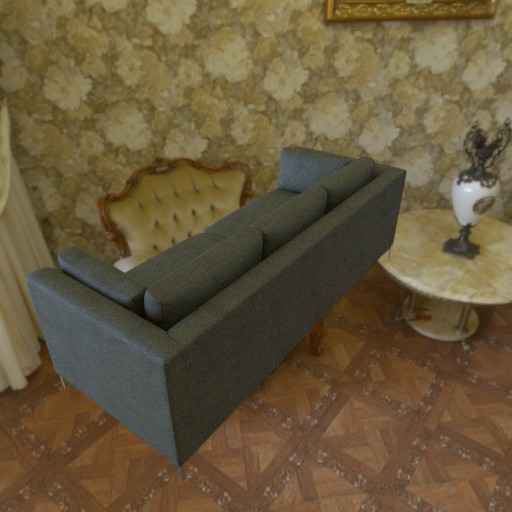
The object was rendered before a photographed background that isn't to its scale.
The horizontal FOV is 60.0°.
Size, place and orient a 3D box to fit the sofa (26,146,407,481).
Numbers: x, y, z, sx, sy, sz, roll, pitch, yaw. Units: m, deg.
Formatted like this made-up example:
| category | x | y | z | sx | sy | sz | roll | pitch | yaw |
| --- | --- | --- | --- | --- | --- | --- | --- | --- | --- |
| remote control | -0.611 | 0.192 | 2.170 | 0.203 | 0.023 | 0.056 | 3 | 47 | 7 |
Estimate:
| category | x | y | z | sx | sy | sz | roll | pitch | yaw |
| --- | --- | --- | --- | --- | --- | --- | --- | --- | --- |
| sofa | 0.000 | 0.000 | 2.826 | 0.969 | 0.867 | 2.415 | 21 | 38 | 30 |
